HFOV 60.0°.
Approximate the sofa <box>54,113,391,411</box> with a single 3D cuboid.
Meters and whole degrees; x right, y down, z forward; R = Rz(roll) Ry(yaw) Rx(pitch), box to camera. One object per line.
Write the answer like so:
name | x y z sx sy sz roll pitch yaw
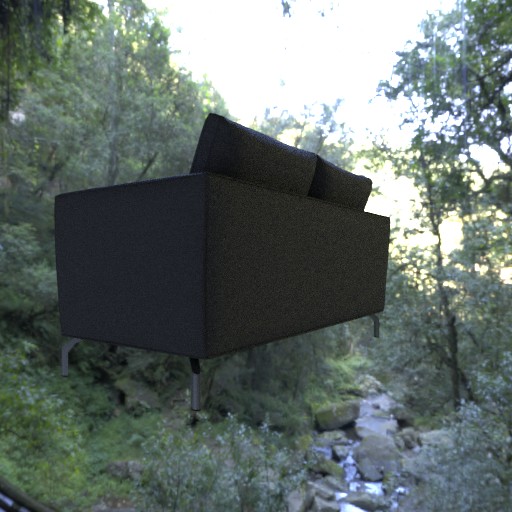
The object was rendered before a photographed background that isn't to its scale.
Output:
sofa | 0.000 0.000 2.114 0.803 0.924 1.594 0 -1 35
